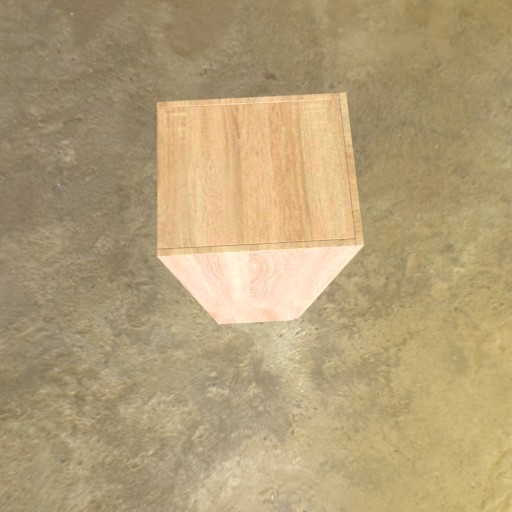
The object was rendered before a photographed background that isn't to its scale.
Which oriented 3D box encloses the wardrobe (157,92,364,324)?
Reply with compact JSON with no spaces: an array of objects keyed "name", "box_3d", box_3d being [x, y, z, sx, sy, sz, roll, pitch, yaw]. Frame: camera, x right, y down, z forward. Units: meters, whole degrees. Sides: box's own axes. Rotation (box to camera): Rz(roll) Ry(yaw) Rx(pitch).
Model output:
[{"name":"wardrobe","box_3d":[0.000,0.000,2.342,0.588,2.117,0.496,-3,76,-1]}]
